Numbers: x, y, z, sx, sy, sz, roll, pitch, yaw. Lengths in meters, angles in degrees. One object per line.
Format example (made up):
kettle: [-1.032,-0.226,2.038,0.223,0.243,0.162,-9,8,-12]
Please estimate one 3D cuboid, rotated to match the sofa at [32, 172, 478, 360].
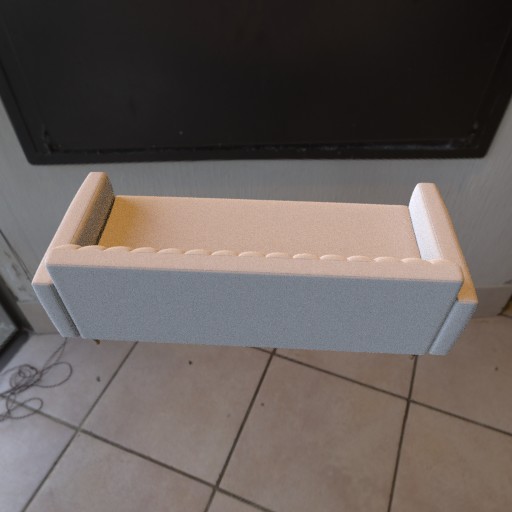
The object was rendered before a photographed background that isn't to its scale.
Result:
sofa: [0.000,0.000,2.695,2.291,0.821,0.990,2,47,2]
